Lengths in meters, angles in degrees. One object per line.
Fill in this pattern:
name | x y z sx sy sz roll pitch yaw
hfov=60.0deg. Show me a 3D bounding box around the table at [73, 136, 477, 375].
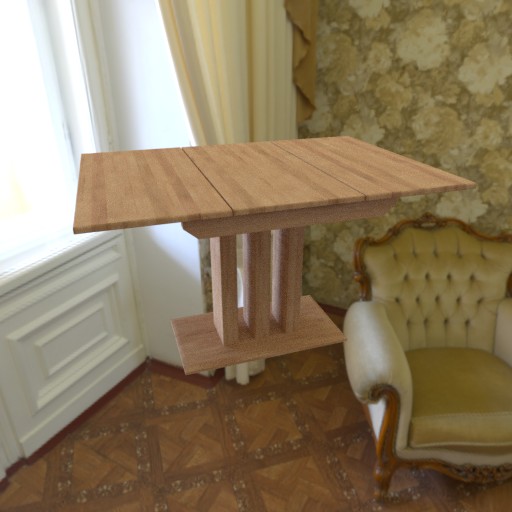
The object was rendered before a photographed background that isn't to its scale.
table | 0.000 0.000 1.886 1.300 0.770 0.900 -8 27 -16
